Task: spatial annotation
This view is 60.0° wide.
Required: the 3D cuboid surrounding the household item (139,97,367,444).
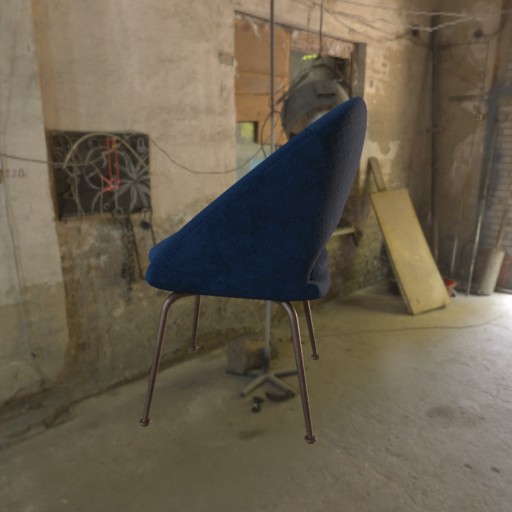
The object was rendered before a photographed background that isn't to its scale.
[{"bbox_3d":[0.000,0.000,1.275,0.573,0.852,0.623,2,15,9],"label":"household item"}]
